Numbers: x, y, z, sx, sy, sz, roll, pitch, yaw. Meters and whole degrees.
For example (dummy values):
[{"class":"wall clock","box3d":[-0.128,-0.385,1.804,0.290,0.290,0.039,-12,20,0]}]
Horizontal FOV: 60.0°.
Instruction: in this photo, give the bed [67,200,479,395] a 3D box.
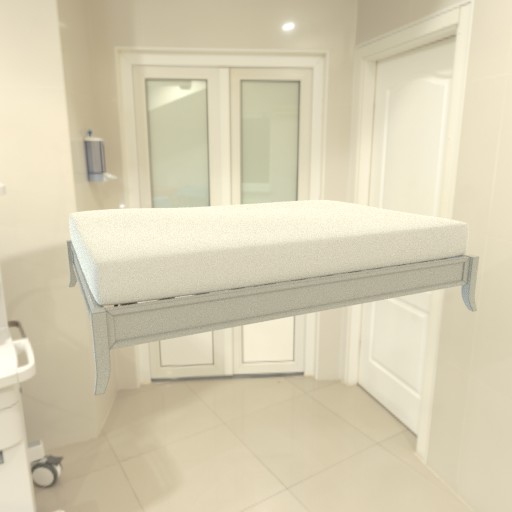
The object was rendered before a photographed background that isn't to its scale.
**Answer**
[{"class":"bed","box3d":[0.000,0.000,2.586,1.985,0.510,1.460,-6,15,-25]}]
